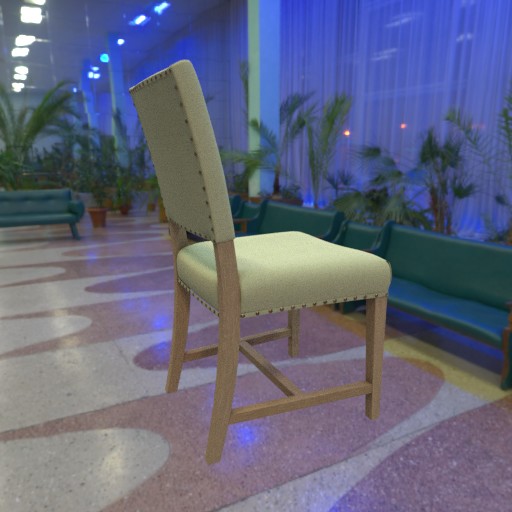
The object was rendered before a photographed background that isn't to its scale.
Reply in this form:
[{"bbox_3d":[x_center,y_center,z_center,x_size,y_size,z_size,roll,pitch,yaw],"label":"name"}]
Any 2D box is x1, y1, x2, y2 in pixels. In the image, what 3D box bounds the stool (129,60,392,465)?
[{"bbox_3d":[0.000,0.000,1.334,0.623,0.986,0.508,-7,15,-26],"label":"stool"}]
